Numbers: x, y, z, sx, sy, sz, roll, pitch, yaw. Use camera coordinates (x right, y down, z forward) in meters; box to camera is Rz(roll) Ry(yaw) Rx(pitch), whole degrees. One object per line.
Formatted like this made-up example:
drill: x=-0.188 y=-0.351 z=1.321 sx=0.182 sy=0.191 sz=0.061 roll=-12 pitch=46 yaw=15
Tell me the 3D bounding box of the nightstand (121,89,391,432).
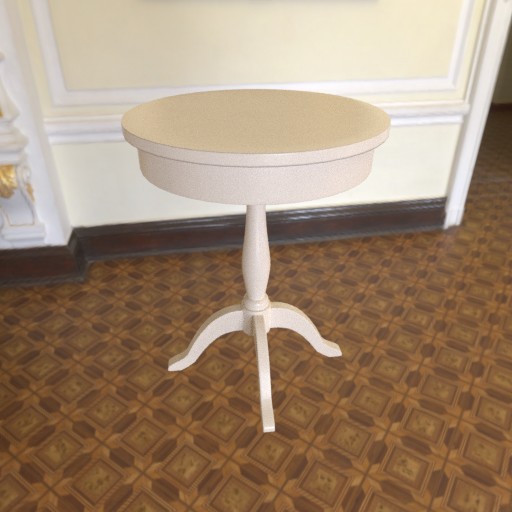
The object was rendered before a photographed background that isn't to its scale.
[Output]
nightstand: x=0.000 y=0.000 z=1.034 sx=0.513 sy=0.653 sz=0.513 roll=1 pitch=31 yaw=2
